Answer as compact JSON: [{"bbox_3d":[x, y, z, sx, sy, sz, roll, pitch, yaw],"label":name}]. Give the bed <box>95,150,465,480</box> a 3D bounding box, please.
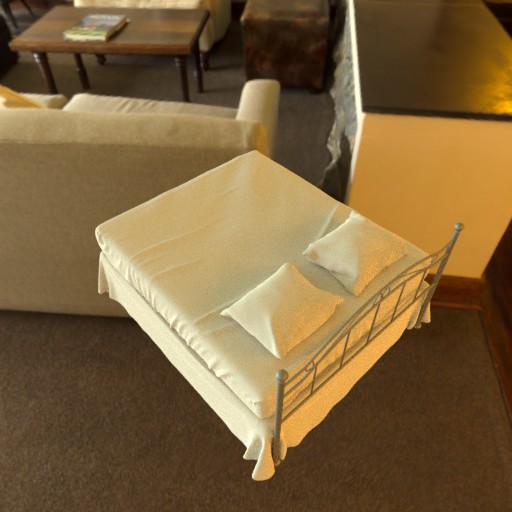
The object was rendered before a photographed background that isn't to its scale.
[{"bbox_3d":[0.000,0.000,3.368,1.936,1.080,2.215,-33,53,-28],"label":"bed"}]
